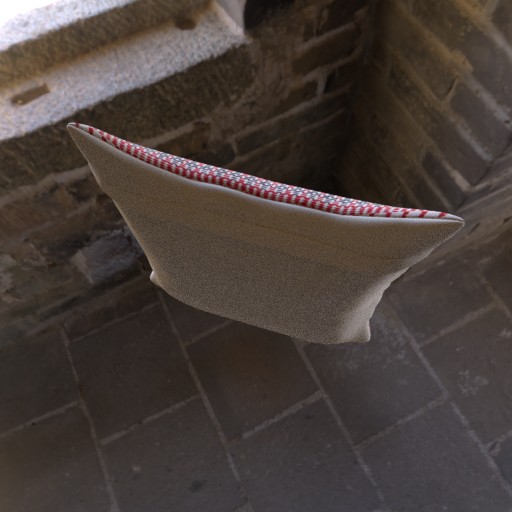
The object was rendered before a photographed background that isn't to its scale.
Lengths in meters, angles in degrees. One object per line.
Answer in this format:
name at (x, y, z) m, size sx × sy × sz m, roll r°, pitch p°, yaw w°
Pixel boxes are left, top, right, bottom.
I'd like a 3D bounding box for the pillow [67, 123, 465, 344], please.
pillow at (0.000, 0.000, 0.698) m, size 0.463 × 0.454 × 0.160 m, roll 15°, pitch 64°, yaw 7°
